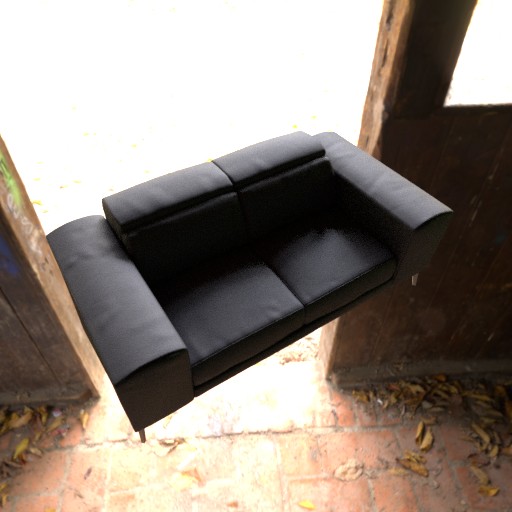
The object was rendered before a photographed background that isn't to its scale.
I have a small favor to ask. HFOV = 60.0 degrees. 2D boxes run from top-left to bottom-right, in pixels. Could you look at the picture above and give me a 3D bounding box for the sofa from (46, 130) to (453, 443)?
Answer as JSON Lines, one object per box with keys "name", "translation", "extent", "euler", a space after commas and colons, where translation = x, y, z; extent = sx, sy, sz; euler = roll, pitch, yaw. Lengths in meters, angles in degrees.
{"name": "sofa", "translation": [0.000, 0.000, 2.434], "extent": [1.895, 0.779, 1.003], "euler": [-25, 50, -22]}
